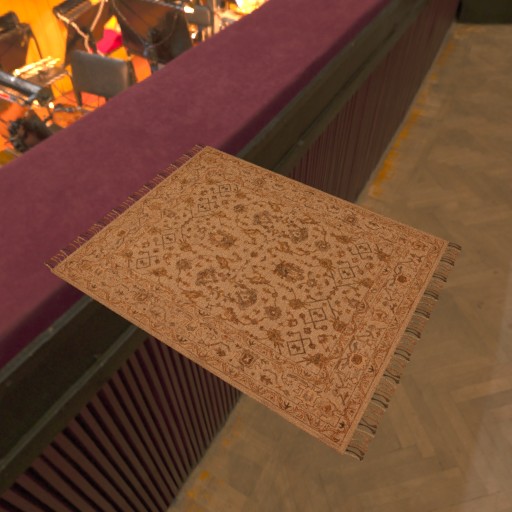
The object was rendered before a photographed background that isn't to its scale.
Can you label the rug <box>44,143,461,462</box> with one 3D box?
[{"bbox_3d":[0.000,0.000,2.254,1.726,0.009,1.278,26,53,21],"label":"rug"}]
